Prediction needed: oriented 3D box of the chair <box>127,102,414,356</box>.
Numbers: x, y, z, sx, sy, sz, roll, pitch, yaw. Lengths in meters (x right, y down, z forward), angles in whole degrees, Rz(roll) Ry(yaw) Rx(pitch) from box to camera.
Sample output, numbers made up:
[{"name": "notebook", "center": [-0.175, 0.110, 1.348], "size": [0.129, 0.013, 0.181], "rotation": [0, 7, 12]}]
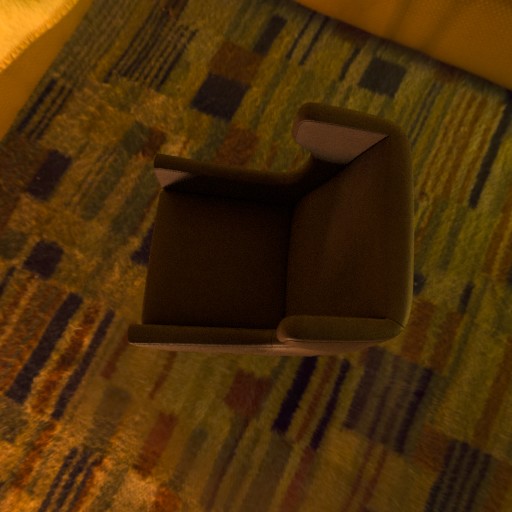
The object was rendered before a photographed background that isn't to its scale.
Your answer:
[{"name": "chair", "center": [0.000, 0.000, 1.717], "size": [0.899, 1.079, 0.769], "rotation": [5, 76, 1]}]
